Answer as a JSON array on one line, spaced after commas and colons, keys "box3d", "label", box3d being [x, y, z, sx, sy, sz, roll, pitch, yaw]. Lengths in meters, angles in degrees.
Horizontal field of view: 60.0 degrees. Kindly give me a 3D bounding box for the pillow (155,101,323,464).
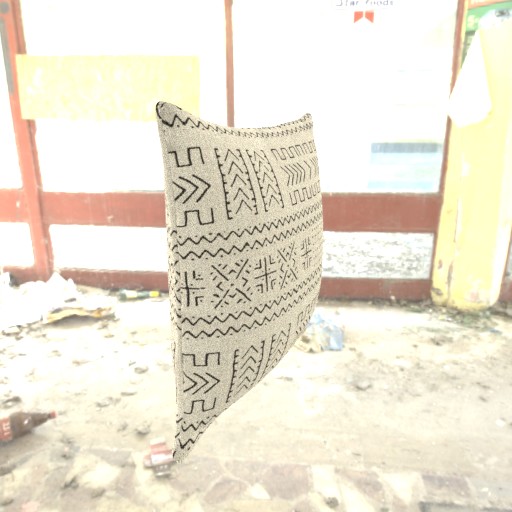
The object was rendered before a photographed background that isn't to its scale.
[{"box3d": [0.000, 0.000, 0.672, 0.164, 0.430, 0.438, 8, 17, 26], "label": "pillow"}]
